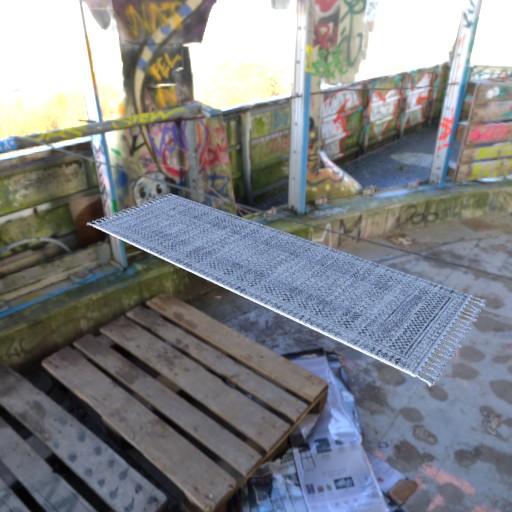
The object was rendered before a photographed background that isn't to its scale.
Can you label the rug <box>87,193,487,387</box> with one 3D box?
[{"bbox_3d":[0.000,0.000,2.708,2.480,0.013,0.786,21,35,34],"label":"rug"}]
